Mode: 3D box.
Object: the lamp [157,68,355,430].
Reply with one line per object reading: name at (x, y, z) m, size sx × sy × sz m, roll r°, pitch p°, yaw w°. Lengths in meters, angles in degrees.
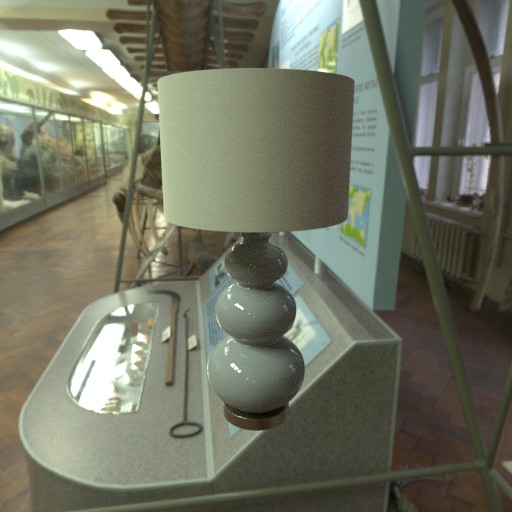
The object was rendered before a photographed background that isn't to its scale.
lamp at (0.000, 0.000, 0.926) m, size 0.367 × 0.730 × 0.367 m, roll -2°, pitch 14°, yaw -8°
